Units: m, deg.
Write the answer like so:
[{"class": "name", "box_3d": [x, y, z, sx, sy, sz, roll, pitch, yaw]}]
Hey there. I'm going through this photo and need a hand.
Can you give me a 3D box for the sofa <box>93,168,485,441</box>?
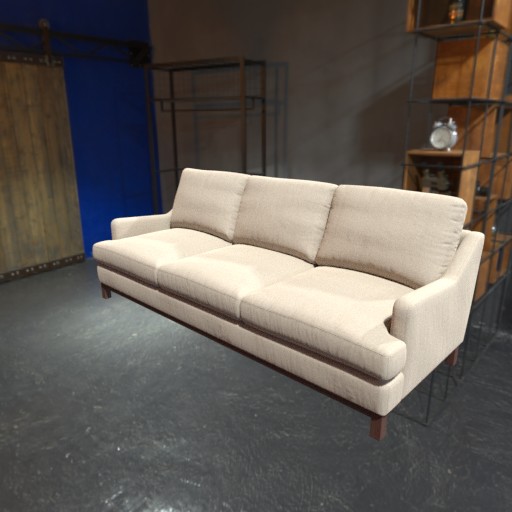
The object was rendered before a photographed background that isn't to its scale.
[{"class": "sofa", "box_3d": [0.000, 0.000, 2.745, 2.321, 0.913, 1.000, 15, 23, 41]}]
